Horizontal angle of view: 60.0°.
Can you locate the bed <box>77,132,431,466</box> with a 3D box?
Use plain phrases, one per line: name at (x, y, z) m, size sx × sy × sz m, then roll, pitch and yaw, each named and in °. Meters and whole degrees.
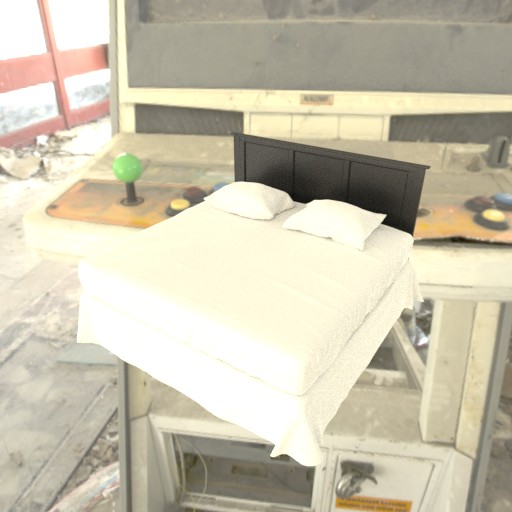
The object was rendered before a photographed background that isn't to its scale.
bed at (0.000, 0.000, 3.598) m, size 2.315 × 1.271 × 2.219 m, roll 18°, pitch 34°, yaw 29°
